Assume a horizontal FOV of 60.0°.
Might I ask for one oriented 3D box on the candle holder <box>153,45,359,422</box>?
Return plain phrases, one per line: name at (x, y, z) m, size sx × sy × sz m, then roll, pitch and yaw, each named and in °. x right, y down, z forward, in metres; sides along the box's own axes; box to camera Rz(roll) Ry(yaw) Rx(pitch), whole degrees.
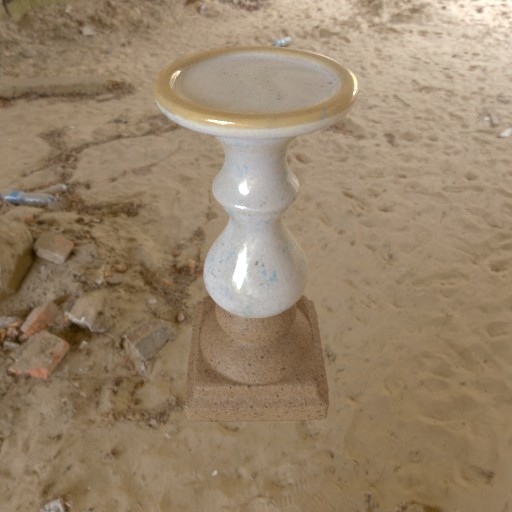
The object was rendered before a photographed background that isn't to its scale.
candle holder at (0.000, 0.000, 0.299) m, size 0.110 × 0.239 × 0.110 m, roll -1°, pitch 42°, yaw -1°
